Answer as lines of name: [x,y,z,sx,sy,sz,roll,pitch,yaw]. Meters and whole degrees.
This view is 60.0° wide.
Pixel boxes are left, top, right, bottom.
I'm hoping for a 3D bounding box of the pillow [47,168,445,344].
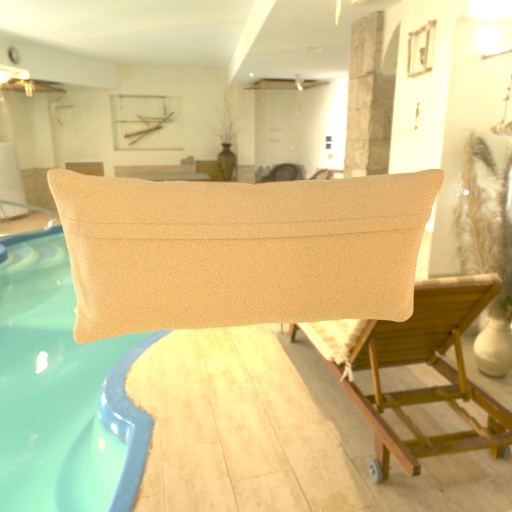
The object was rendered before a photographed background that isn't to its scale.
pillow: [0.000,0.000,0.730,0.609,0.292,0.155,-2,15,-8]
